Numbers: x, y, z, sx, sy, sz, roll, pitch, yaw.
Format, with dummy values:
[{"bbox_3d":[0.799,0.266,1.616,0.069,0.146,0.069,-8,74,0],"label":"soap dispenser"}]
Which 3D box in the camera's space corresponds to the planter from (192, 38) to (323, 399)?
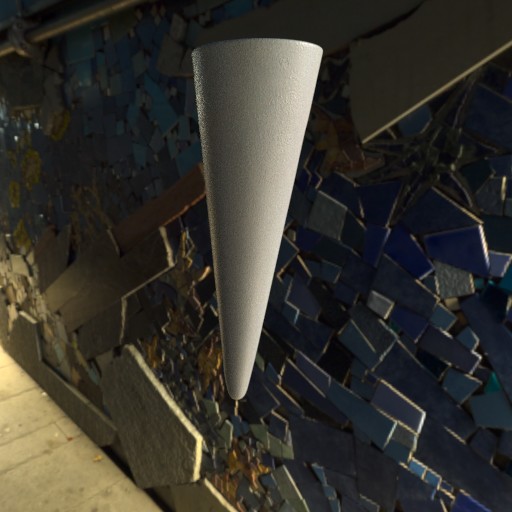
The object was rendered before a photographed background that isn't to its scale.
[{"bbox_3d":[0.000,0.000,0.226,0.057,0.191,0.064,-8,17,-28],"label":"planter"}]
